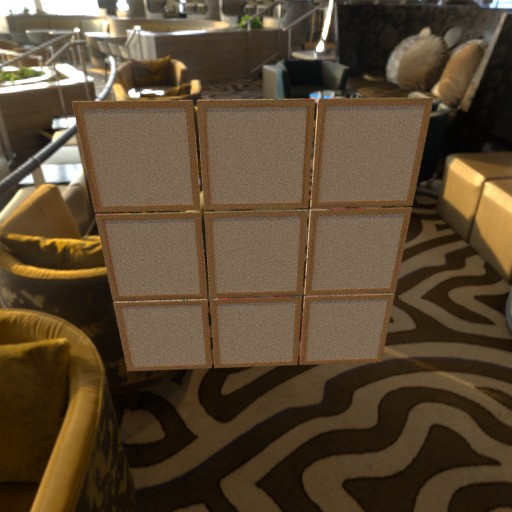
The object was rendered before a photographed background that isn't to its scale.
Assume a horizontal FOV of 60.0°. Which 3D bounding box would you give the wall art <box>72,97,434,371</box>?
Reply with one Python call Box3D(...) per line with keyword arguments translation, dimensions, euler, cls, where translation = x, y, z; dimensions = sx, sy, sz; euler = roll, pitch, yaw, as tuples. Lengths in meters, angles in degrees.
Box3D(translation=(0.000, 0.000, 2.259), dimensions=(1.519, 1.534, 0.013), euler=(-1, 31, -2), cls="wall art")
